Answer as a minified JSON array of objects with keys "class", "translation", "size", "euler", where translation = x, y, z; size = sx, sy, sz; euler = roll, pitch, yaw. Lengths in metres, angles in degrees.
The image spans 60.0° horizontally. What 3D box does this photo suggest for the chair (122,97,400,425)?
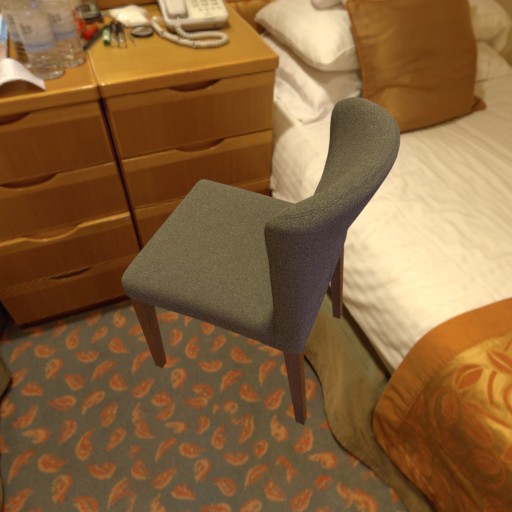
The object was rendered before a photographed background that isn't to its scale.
[{"class":"chair","translation":[0.000,0.000,1.220],"size":[0.589,0.839,0.491],"euler":[17,49,15]}]
